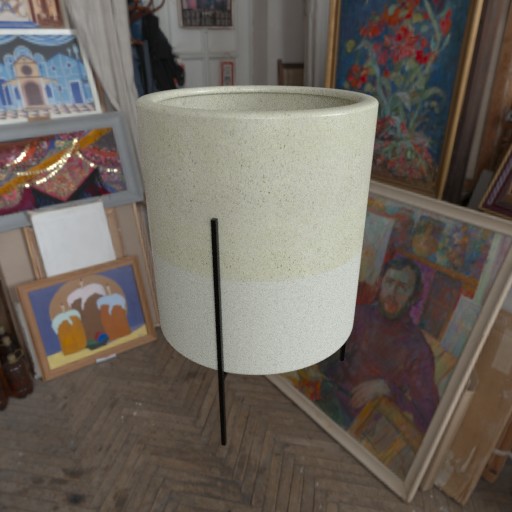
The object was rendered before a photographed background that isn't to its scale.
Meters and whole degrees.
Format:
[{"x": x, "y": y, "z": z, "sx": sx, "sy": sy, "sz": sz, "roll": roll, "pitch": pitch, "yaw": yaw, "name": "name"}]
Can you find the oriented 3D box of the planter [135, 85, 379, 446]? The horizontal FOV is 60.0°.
[{"x": 0.000, "y": 0.000, "z": 0.707, "sx": 0.324, "sy": 0.483, "sz": 0.333, "roll": 8, "pitch": 27, "yaw": 16, "name": "planter"}]
